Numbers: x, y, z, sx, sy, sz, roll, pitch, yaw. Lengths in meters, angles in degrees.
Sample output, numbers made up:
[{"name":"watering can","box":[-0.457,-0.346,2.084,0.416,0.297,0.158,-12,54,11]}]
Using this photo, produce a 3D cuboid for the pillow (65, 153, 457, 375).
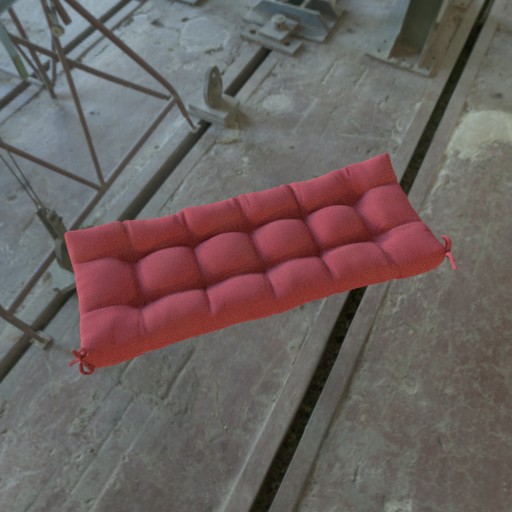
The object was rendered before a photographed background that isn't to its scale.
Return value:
[{"name":"pillow","box":[0.000,0.000,1.378,1.194,0.174,0.511,-15,60,-9]}]
